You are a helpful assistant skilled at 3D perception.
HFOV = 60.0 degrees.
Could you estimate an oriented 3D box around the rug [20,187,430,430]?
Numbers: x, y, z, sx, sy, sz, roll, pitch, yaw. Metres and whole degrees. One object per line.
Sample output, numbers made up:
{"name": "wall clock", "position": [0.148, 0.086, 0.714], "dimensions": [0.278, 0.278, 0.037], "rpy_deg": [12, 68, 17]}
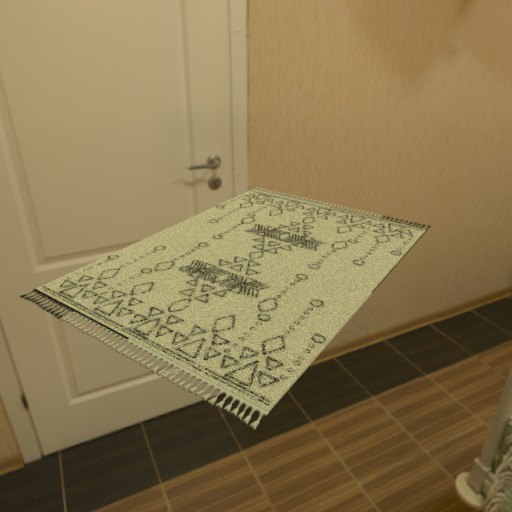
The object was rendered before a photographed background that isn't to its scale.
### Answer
{"name": "rug", "position": [0.000, 0.000, 2.900], "dimensions": [1.600, 0.013, 2.312], "rpy_deg": [18, 32, 31]}
